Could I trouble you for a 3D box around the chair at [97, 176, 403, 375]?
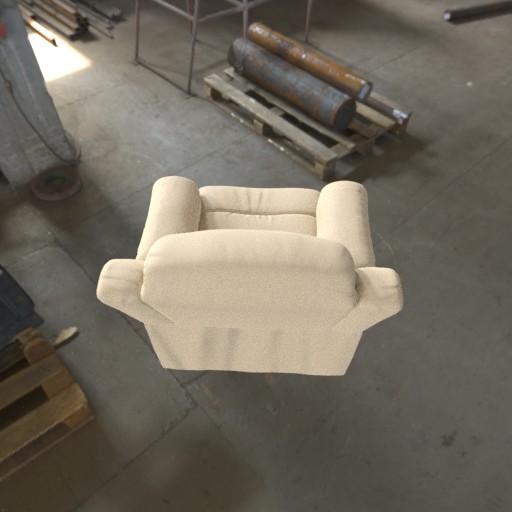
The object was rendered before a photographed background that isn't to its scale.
[{"bbox_3d":[0.000,0.000,1.266,0.680,0.702,0.709,2,49,2],"label":"chair"}]
